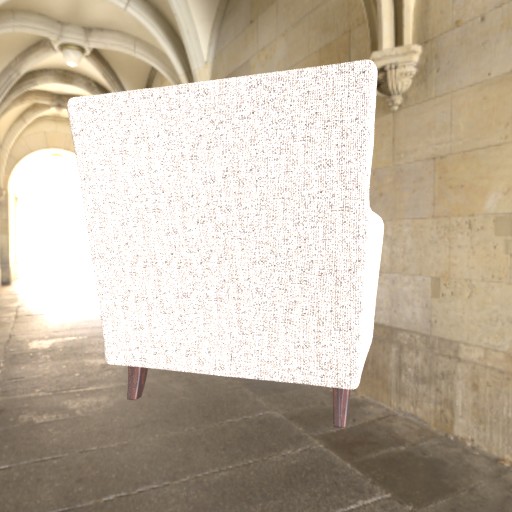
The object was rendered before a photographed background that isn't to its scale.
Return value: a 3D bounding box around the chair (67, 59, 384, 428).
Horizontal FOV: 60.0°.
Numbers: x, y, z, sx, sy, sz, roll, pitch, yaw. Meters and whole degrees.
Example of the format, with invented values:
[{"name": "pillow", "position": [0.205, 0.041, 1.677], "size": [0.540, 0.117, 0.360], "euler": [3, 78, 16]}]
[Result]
[{"name": "chair", "position": [0.000, 0.000, 1.555], "size": [0.864, 0.928, 0.873], "euler": [1, 2, 19]}]
